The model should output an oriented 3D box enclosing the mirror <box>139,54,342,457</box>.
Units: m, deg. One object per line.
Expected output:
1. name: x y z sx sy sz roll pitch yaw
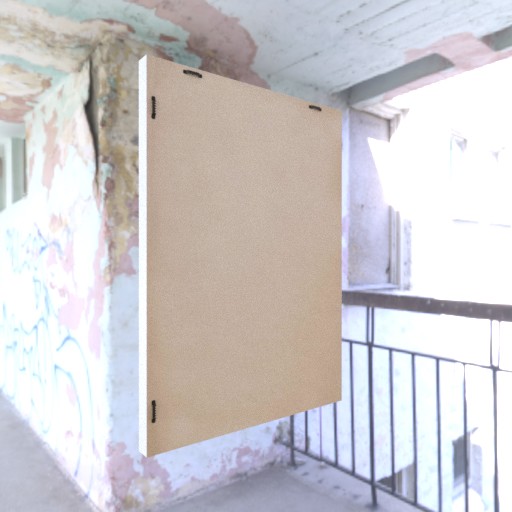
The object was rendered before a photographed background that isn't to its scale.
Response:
1. mirror: 0.000 0.000 0.945 0.507 0.710 0.039 0 0 -37
